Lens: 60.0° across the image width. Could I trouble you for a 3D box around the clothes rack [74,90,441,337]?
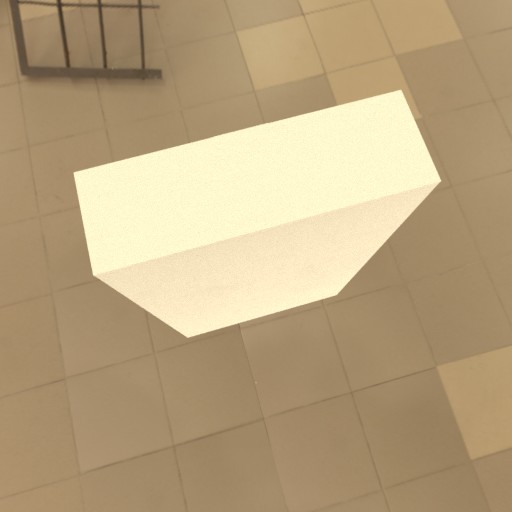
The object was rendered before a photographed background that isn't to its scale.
[{"bbox_3d":[0.000,0.000,1.564,0.750,1.280,0.250,-15,75,-4],"label":"clothes rack"}]
